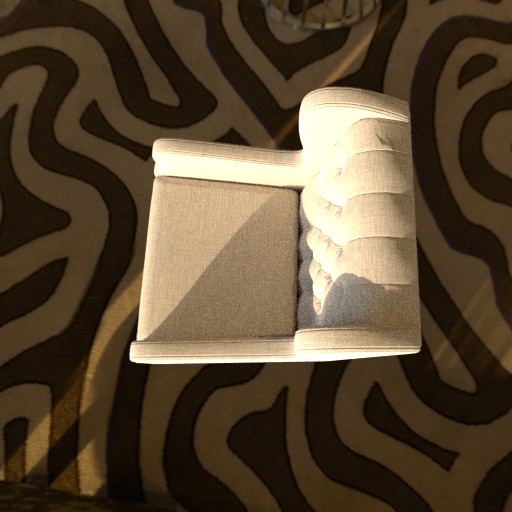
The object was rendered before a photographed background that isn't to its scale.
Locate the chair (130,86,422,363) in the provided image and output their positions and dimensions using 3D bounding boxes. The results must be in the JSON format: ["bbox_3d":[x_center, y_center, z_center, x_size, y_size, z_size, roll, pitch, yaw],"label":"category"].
[{"bbox_3d":[0.000,0.000,1.455,0.760,0.930,0.710,2,75,1],"label":"chair"}]
